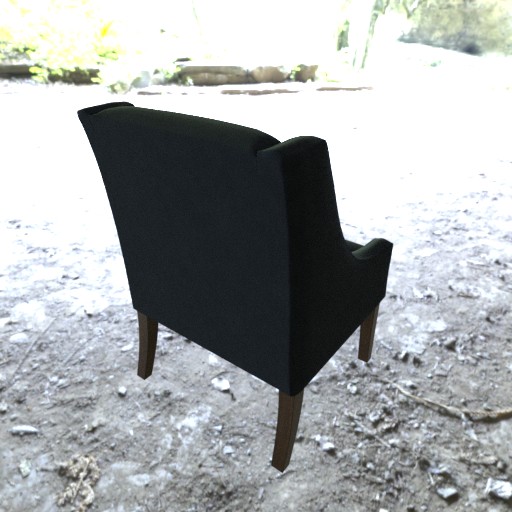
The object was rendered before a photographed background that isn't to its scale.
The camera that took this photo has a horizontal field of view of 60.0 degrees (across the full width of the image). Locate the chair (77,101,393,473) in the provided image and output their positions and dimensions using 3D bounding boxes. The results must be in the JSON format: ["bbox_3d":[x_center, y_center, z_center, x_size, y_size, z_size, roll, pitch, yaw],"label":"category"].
[{"bbox_3d":[0.000,0.000,1.319,0.629,0.895,0.629,21,36,32],"label":"chair"}]
